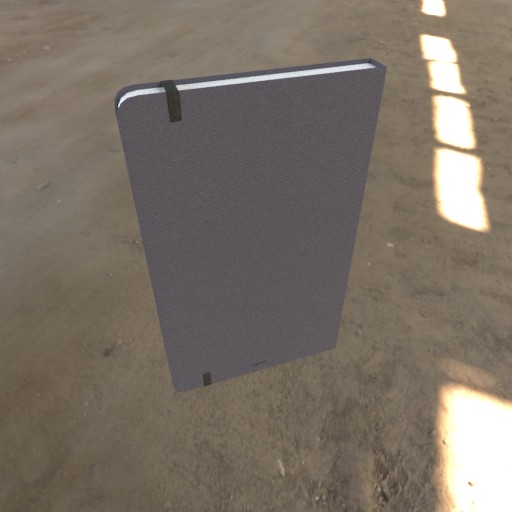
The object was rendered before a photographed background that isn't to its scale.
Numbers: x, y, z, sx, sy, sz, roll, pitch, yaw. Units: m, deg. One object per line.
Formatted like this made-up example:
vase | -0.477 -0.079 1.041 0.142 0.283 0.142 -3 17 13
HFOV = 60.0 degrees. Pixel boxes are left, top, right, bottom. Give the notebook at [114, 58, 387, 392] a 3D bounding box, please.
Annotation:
notebook | 0.000 0.000 0.269 0.127 0.213 0.016 -12 42 -14
